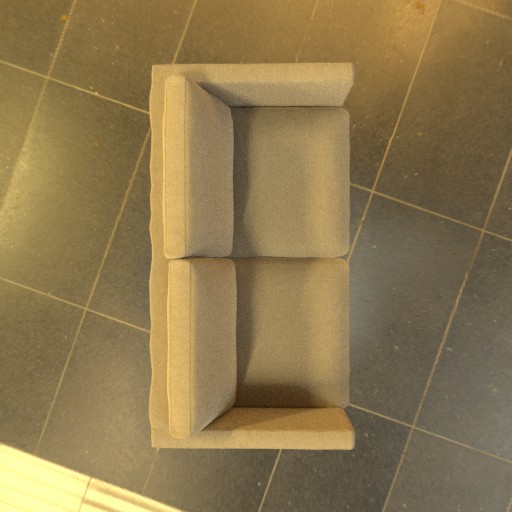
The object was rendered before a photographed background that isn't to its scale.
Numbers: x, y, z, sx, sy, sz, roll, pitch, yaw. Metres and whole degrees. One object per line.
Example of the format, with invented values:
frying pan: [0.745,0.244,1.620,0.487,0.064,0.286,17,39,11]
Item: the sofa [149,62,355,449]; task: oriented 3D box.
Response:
sofa: [0.000,0.000,2.269,0.956,0.828,1.766,0,90,1]
